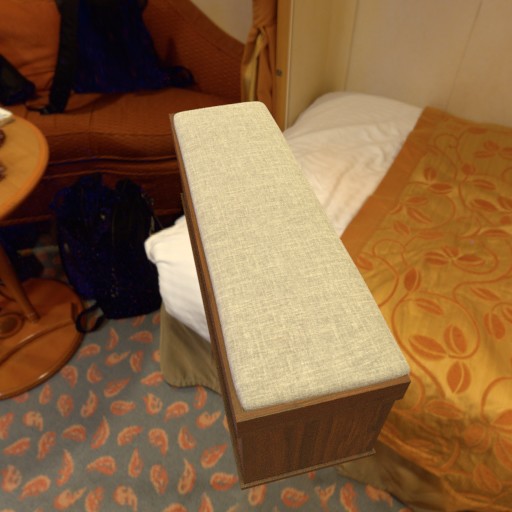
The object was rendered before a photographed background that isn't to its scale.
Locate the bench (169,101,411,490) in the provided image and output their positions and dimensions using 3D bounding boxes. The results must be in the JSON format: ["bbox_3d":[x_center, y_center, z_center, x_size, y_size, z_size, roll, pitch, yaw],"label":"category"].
[{"bbox_3d":[0.000,0.000,1.391,0.367,0.468,1.196,-10,46,-10],"label":"bench"}]
